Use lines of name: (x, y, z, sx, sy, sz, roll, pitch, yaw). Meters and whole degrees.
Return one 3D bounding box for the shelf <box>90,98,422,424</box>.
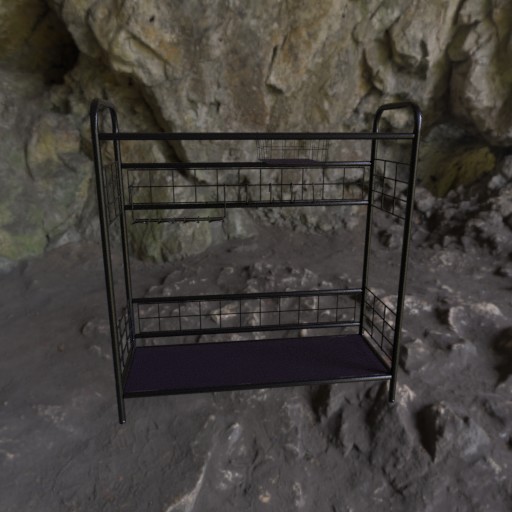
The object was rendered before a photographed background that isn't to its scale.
shelf: (0.000, 0.000, 1.550, 0.961, 1.026, 0.350, -2, 16, -7)
